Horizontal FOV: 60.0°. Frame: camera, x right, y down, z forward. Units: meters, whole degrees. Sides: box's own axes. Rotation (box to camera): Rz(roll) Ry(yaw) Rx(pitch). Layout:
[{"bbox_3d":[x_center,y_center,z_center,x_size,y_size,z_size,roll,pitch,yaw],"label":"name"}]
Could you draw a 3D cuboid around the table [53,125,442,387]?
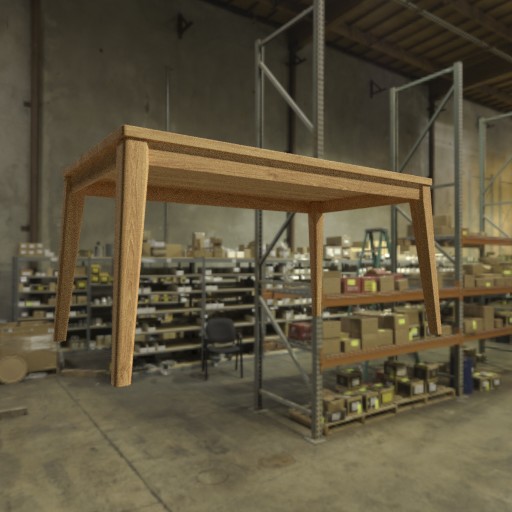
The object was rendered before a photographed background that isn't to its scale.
[{"bbox_3d":[0.000,0.000,2.083,1.600,0.760,0.900,0,-1,-35],"label":"table"}]
